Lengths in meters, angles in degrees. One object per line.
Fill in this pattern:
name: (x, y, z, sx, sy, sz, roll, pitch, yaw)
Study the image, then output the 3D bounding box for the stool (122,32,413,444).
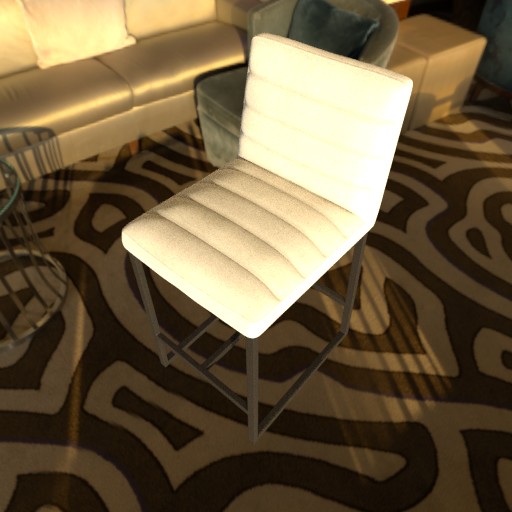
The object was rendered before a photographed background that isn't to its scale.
stool: (0.000, 0.000, 1.256, 0.459, 0.971, 0.567, 32, 54, 27)
